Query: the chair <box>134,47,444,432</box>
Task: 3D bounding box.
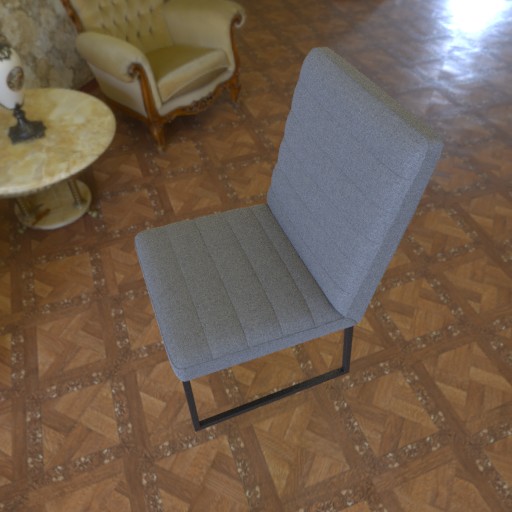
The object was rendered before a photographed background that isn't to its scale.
[{"bbox_3d":[0.000,0.000,1.281,0.634,0.930,0.520,-16,49,-15],"label":"chair"}]
